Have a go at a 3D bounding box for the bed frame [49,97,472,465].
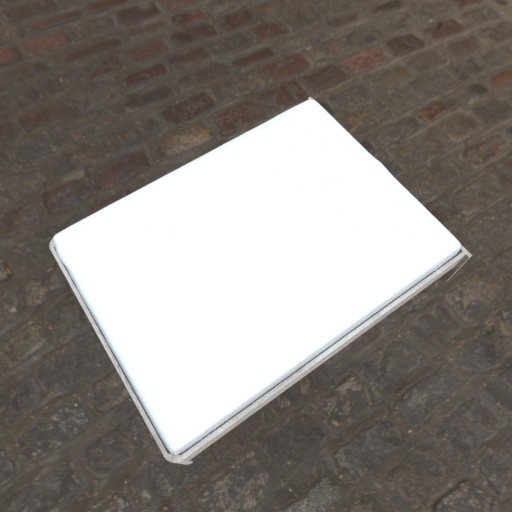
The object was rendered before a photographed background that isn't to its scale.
[{"bbox_3d":[0.000,0.000,2.643,1.950,0.462,1.490,-32,68,-15],"label":"bed frame"}]
